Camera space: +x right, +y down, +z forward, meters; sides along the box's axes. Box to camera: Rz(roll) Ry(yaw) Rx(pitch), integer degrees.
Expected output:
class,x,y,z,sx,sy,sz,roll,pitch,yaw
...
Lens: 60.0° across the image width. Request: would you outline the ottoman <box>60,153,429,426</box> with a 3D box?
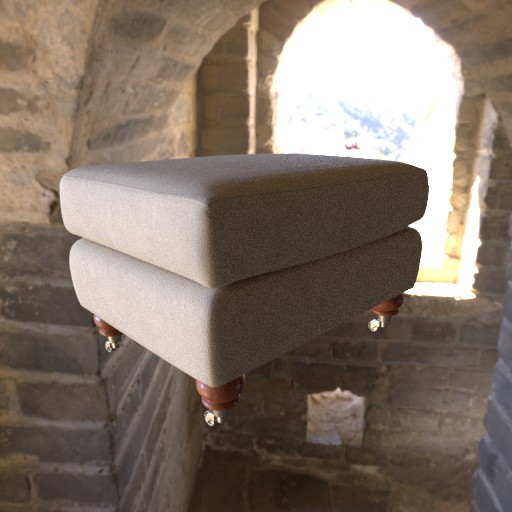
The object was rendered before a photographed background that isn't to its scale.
class,x,y,z,sx,sy,sz,roll,pitch,yaw
ottoman,0.000,0.000,1.140,0.773,0.504,0.569,-15,22,-42
